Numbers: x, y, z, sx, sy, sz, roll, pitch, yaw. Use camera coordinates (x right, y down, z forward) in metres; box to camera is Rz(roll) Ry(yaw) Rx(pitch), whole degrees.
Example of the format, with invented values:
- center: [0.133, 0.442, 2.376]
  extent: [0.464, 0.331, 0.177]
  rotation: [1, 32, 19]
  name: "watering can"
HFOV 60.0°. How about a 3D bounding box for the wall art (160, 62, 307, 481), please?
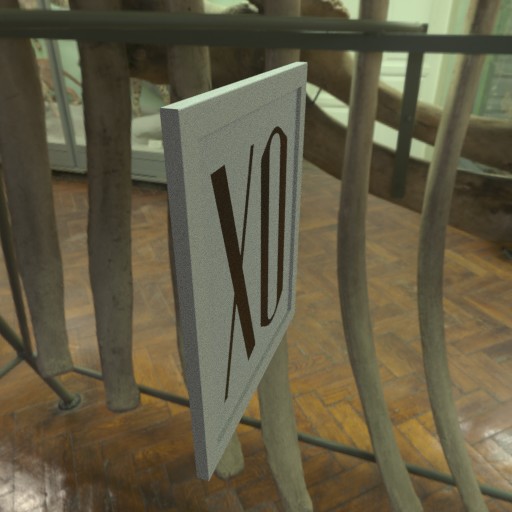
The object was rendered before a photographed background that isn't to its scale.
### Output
- center: [0.000, 0.000, 0.715]
  extent: [0.020, 0.536, 0.444]
  rotation: [11, 31, 18]
  name: "wall art"
